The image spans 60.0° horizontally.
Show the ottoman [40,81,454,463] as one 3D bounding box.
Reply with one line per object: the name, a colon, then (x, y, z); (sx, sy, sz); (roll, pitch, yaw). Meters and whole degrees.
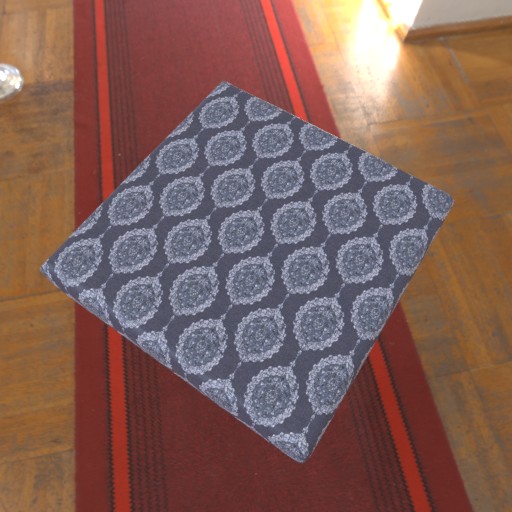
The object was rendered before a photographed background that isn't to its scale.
ottoman: (0.000, 0.000, 1.438); (0.889, 0.409, 0.890); (31, 68, 14)
